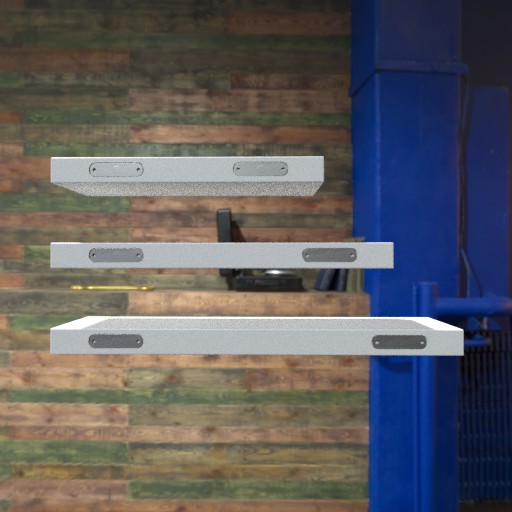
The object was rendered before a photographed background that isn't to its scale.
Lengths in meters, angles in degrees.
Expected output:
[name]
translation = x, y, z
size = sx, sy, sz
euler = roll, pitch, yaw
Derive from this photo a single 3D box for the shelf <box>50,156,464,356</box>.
[shelf]
translation = 0.000, 0.000, 0.723
size = 0.610, 0.293, 0.140
euler = 0, 0, 1
